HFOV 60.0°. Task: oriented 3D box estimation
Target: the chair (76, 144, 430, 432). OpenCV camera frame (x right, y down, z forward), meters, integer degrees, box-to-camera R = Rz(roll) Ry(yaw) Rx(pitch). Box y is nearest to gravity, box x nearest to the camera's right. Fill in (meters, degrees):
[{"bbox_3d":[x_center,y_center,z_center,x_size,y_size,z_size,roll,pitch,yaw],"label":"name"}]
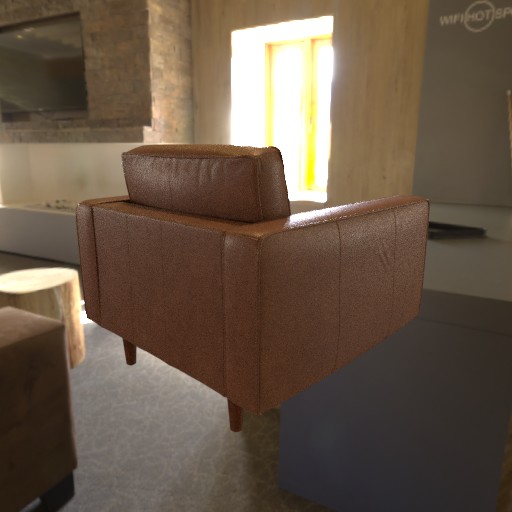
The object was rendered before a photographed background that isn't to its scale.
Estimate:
[{"bbox_3d":[0.000,0.000,1.575,0.920,0.770,0.900,13,19,42],"label":"chair"}]
